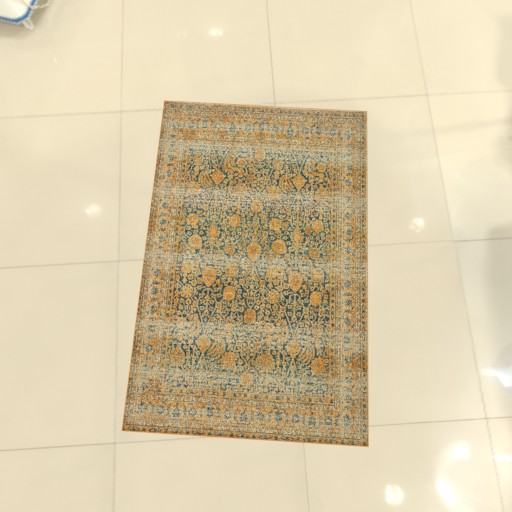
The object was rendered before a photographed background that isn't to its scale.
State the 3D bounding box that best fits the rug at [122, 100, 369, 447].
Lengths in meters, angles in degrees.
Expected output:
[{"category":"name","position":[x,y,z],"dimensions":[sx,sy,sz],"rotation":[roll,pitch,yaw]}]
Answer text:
[{"category":"rug","position":[0.000,0.000,3.029],"dimensions":[1.525,0.007,2.336],"rotation":[3,75,1]}]
